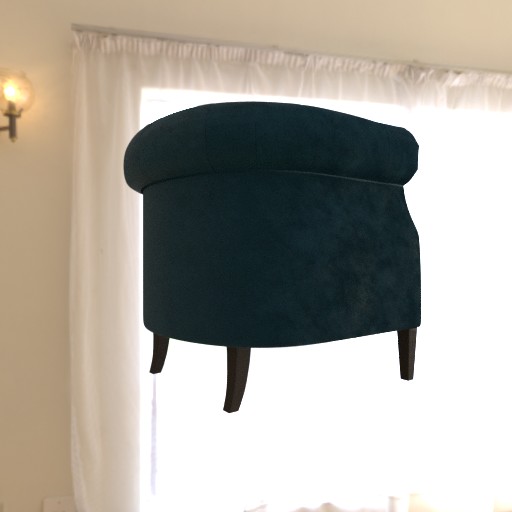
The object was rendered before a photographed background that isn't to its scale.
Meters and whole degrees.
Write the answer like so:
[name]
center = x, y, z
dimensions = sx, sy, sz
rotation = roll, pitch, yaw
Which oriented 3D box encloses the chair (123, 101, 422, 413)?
[chair]
center = 0.000, 0.000, 1.535
dimensions = 0.851, 0.826, 0.904
rotation = 0, 0, -37
